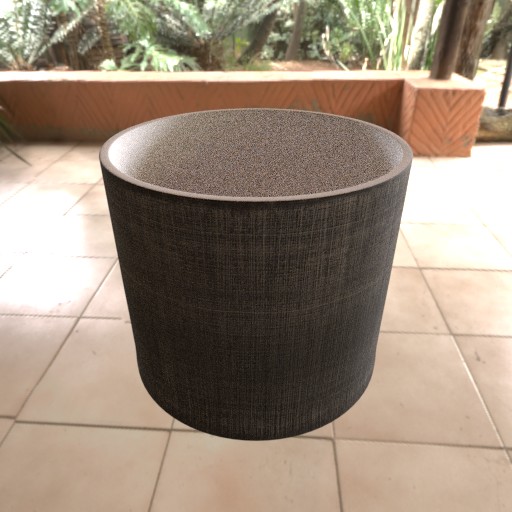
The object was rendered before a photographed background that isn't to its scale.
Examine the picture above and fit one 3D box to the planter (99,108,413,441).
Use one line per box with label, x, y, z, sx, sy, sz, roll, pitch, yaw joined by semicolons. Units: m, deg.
planter;0.000;0.000;0.302;0.178;0.157;0.178;0;31;0
